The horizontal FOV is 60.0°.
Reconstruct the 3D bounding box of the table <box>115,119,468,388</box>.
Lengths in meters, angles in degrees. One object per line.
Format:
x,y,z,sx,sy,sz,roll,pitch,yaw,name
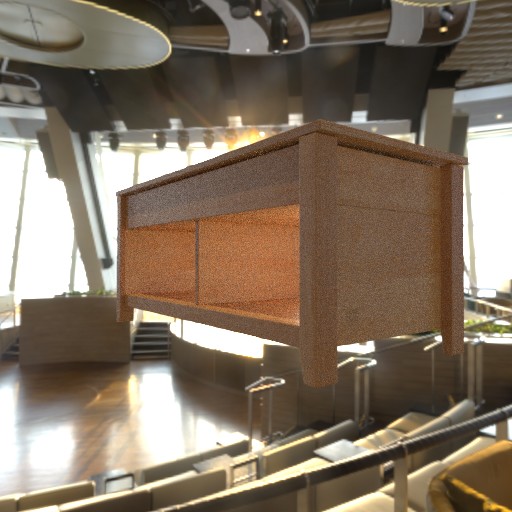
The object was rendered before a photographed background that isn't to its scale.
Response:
0.000,0.000,1.299,0.483,0.457,1.016,0,0,-37,table
